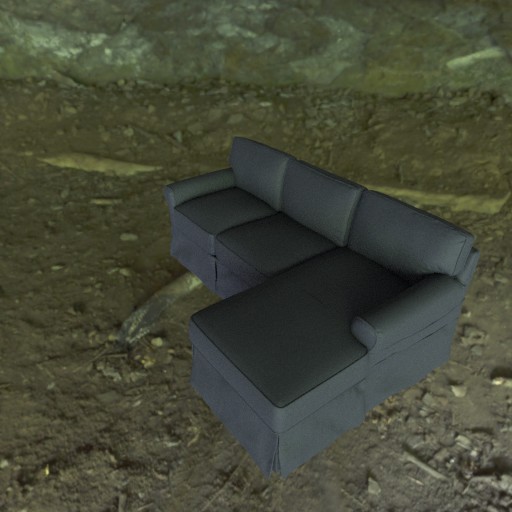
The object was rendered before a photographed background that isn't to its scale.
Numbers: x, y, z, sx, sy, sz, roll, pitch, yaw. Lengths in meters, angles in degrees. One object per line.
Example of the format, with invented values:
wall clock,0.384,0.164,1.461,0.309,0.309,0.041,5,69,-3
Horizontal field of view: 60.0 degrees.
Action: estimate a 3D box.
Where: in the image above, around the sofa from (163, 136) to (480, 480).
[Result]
sofa,0.000,0.000,3.309,1.637,1.039,2.518,-22,38,-31
